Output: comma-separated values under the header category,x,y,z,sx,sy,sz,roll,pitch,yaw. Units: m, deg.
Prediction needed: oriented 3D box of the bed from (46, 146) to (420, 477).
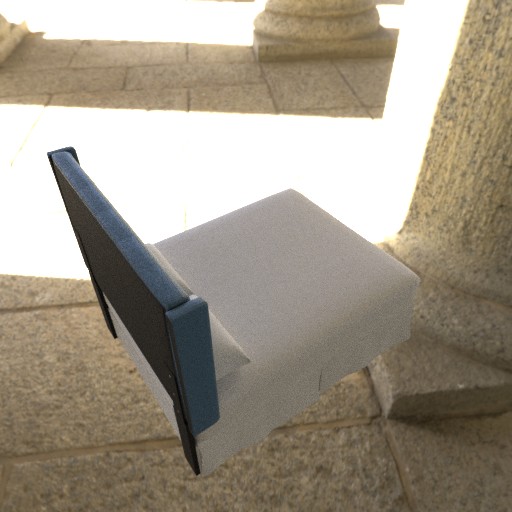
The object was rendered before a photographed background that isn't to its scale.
category,x,y,z,sx,sy,sz,roll,pitch,yaw
bed,0.000,0.000,3.275,2.078,1.665,1.719,-26,48,-26
